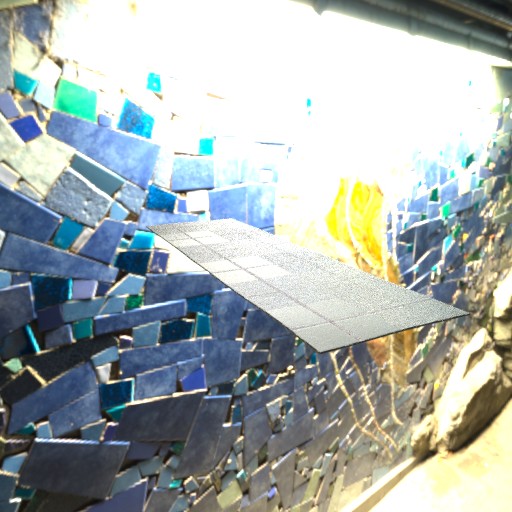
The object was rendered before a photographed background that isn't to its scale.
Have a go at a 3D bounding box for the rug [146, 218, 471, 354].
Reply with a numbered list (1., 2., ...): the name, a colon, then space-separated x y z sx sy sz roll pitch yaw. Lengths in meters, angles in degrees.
1. rug: 0.000 0.000 2.725 0.762 0.013 2.439 -8 17 -26
